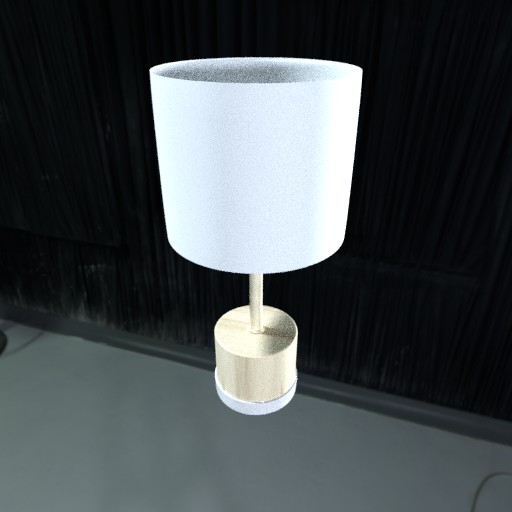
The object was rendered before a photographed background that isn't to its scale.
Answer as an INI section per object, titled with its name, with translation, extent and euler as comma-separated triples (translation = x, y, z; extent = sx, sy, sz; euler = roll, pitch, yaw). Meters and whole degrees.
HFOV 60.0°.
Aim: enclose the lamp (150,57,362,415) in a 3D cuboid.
[lamp]
translation = 0.000, 0.000, 0.597
extent = 0.229, 0.470, 0.229
euler = 8, 30, 14
